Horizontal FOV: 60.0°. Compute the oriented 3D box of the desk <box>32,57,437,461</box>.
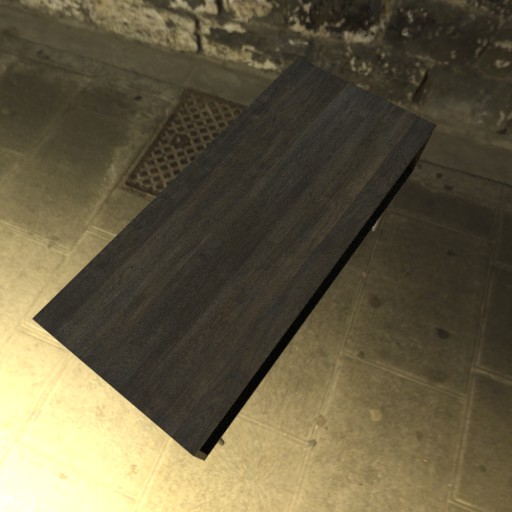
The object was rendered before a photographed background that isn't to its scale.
[{"bbox_3d":[0.000,0.000,2.038,0.730,0.780,1.600,33,68,16],"label":"desk"}]
